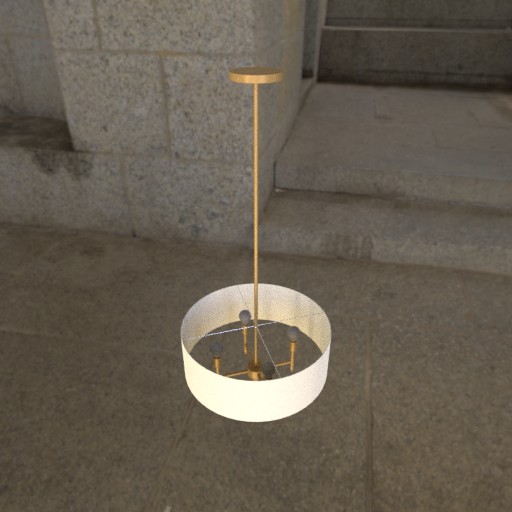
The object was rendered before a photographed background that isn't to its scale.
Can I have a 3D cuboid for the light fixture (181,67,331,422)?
[{"bbox_3d":[0.000,0.000,1.370,0.508,1.067,0.508,0,31,0],"label":"light fixture"}]
